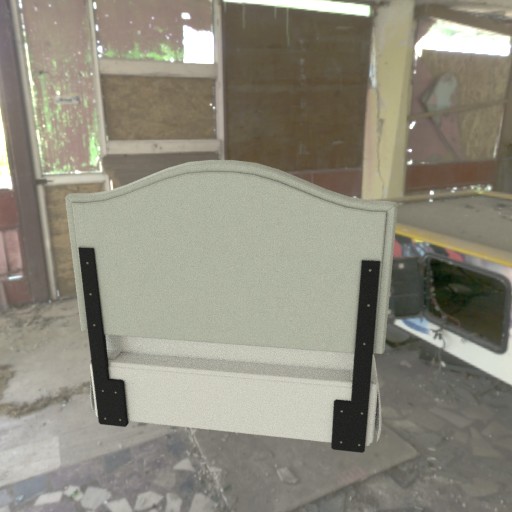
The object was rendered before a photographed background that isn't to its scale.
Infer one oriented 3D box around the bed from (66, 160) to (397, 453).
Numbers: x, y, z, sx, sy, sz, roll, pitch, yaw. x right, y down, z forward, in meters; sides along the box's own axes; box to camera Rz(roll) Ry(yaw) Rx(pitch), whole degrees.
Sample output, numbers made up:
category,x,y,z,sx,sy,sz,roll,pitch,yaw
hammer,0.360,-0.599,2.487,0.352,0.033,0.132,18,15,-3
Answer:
category,x,y,z,sx,sy,sz,roll,pitch,yaw
bed,0.000,0.000,3.423,1.813,1.607,2.180,3,17,9
